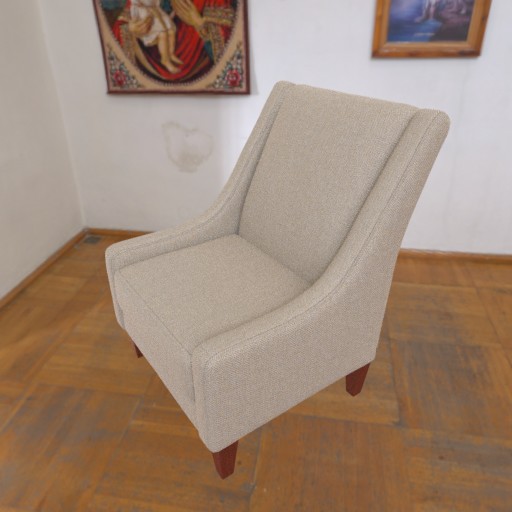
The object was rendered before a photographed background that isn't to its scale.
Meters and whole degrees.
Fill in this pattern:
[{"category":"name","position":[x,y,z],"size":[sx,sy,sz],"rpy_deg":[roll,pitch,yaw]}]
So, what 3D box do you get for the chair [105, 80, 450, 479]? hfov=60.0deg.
[{"category":"chair","position":[0.000,0.000,1.552],"size":[0.870,1.014,0.774],"rpy_deg":[-19,35,-30]}]
